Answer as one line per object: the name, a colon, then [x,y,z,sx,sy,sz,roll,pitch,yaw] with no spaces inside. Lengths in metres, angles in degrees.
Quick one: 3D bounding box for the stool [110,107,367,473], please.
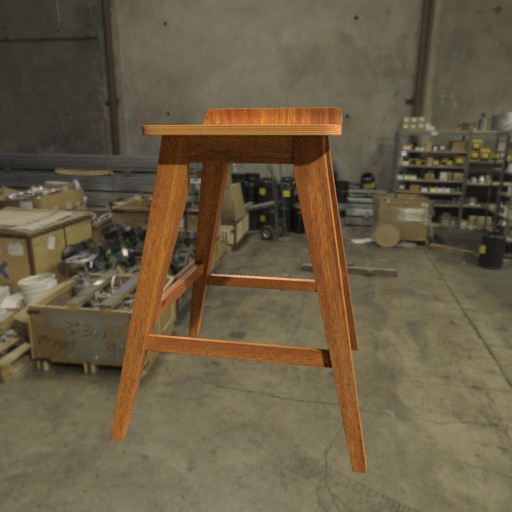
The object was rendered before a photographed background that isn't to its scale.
stool: [0.000,0.000,0.992,0.500,0.650,0.500,3,16,10]
